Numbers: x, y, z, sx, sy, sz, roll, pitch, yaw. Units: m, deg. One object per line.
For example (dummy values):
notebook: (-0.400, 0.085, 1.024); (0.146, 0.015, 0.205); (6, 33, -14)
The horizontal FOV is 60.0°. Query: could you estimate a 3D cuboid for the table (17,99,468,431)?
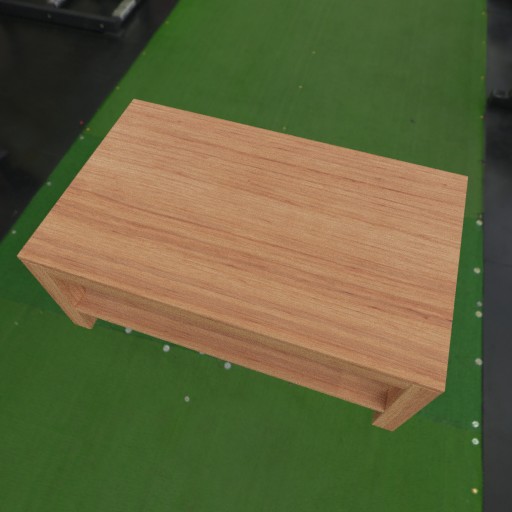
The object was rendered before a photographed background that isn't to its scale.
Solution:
table: (0.000, 0.000, 1.481); (1.146, 0.457, 0.695); (16, 59, 10)
